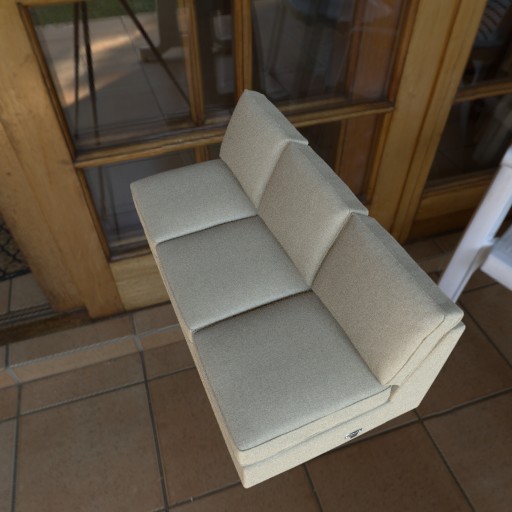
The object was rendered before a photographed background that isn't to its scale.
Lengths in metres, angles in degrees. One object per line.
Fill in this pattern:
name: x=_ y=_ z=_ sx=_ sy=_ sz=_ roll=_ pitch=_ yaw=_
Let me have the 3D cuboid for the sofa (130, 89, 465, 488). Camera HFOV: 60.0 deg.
sofa: x=0.000 y=0.000 z=2.478 sx=1.027 sy=0.973 sz=1.962 roll=-18 pitch=49 yaw=-16
